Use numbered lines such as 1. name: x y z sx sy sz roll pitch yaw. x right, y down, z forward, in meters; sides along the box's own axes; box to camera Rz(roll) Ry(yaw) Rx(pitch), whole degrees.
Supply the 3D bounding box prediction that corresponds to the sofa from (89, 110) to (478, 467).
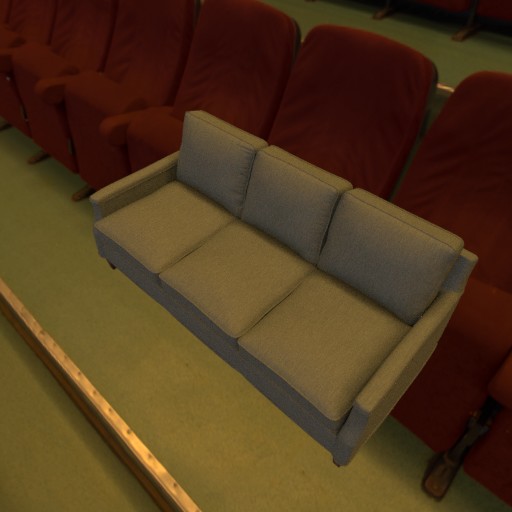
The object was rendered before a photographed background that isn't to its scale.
1. sofa: 0.000 0.000 2.779 2.246 1.003 1.084 34 54 29
